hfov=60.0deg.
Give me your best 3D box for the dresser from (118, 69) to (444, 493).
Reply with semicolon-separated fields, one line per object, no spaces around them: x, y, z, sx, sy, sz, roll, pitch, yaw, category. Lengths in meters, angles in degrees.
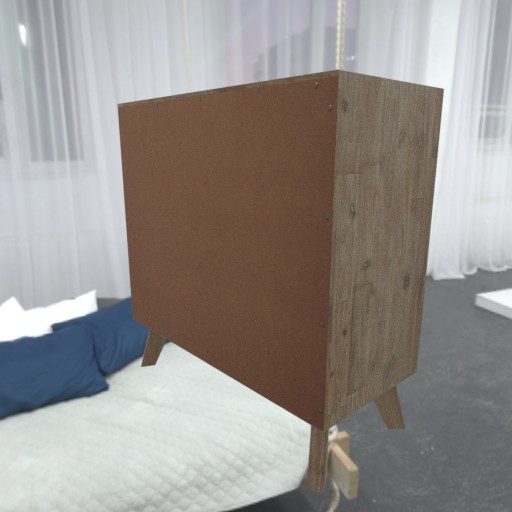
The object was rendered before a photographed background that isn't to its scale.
0.000;0.000;1.519;0.455;1.029;0.998;-12;18;-41;dresser
